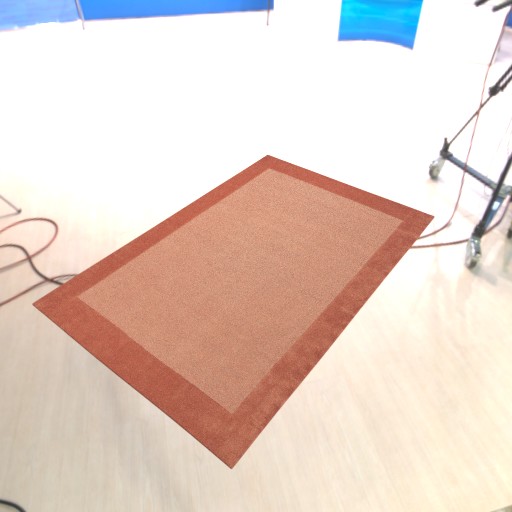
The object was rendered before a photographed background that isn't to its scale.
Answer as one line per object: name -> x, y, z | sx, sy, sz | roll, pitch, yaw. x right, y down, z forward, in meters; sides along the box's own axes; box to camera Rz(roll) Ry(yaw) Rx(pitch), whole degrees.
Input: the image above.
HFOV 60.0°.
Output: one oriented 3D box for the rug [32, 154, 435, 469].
rug -> 0.000, 0.000, 2.320 | 1.219, 0.014, 1.829 | 27, 48, 28
